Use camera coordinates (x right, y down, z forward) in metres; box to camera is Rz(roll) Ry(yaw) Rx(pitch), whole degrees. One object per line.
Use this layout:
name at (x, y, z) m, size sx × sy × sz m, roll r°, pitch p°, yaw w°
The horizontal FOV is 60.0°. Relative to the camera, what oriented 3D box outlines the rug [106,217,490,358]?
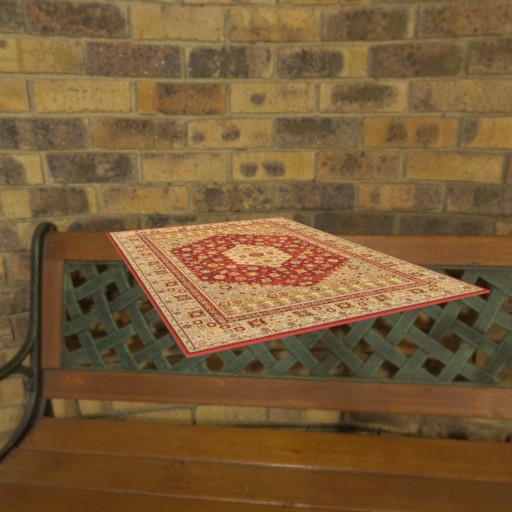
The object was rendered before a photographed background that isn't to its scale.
rug at (0.000, 0.000, 2.891) m, size 1.593 × 0.013 × 2.211 m, roll -7°, pitch 17°, yaw -24°
